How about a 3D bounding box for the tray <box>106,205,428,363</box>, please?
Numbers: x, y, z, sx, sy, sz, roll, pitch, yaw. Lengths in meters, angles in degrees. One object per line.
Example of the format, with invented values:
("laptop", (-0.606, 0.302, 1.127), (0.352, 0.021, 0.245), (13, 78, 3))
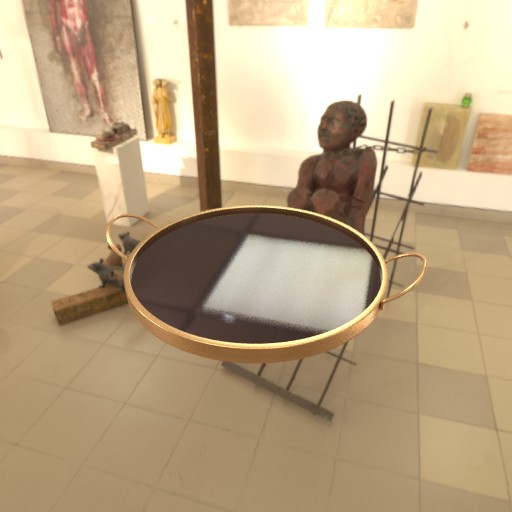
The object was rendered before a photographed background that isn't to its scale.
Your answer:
("tray", (0.000, 0.000, 0.754), (0.543, 0.069, 0.438), (9, 32, 14))
